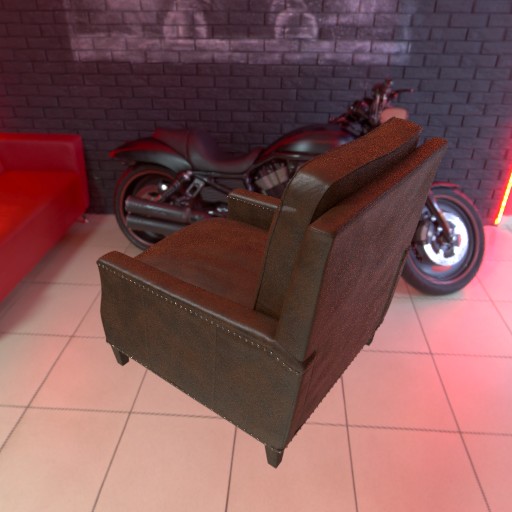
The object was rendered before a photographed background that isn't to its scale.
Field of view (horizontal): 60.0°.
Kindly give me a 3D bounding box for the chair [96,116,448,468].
[{"bbox_3d":[0.000,0.000,1.724,1.035,1.054,0.854,21,37,31],"label":"chair"}]
